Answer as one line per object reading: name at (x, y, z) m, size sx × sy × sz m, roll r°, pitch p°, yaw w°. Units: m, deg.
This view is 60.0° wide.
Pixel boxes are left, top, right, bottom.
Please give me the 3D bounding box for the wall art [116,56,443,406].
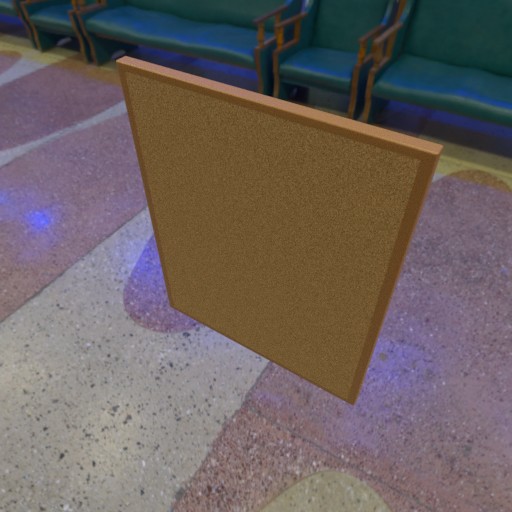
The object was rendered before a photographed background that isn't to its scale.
wall art at (0.000, 0.000, 0.739) m, size 0.452 × 0.553 × 0.022 m, roll 24°, pitch 50°, yaw 22°
